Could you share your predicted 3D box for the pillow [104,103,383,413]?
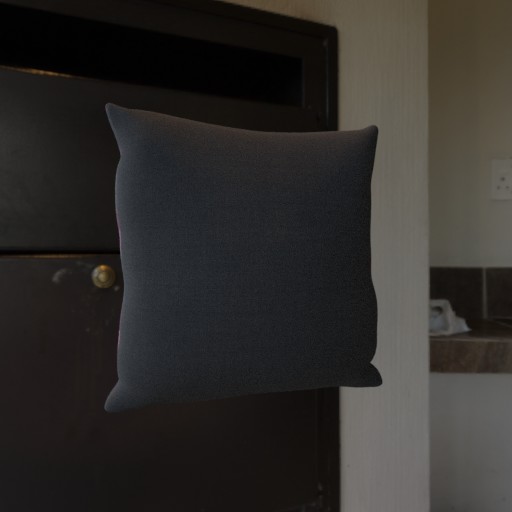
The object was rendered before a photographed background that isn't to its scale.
[{"bbox_3d":[0.000,0.000,0.778,0.503,0.496,0.208,0,0,-17],"label":"pillow"}]
